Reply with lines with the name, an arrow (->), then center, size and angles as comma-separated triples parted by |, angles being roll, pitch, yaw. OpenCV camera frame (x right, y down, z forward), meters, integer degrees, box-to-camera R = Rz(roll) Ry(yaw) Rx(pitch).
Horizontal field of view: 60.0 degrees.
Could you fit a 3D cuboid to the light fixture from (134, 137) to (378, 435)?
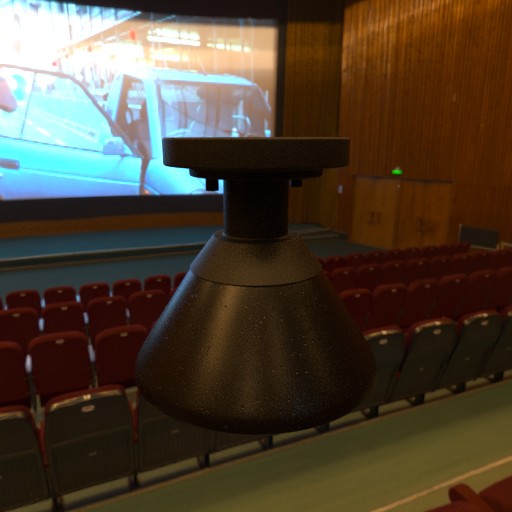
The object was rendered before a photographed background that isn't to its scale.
light fixture -> 0.000, 0.000, 0.356 | 0.200, 0.183, 0.200 | 0, 15, 0
